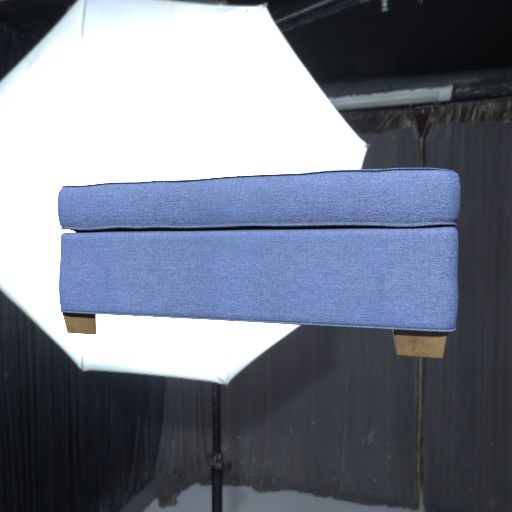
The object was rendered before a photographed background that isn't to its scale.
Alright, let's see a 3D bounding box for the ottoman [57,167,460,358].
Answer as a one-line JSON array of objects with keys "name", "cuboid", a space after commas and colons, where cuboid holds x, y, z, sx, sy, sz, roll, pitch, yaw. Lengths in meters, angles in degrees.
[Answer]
[{"name": "ottoman", "cuboid": [0.000, 0.000, 1.373, 1.110, 0.460, 0.515, 0, 1, 18]}]
